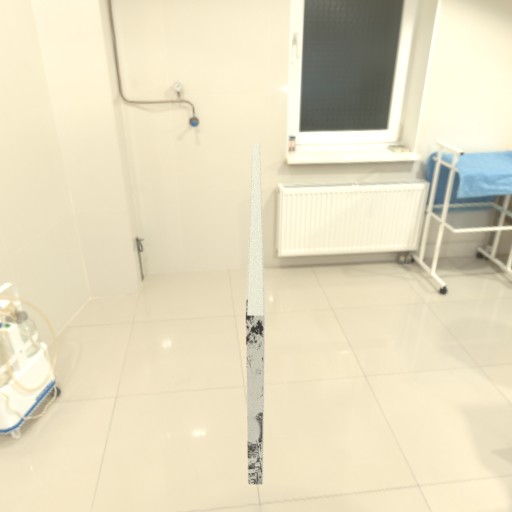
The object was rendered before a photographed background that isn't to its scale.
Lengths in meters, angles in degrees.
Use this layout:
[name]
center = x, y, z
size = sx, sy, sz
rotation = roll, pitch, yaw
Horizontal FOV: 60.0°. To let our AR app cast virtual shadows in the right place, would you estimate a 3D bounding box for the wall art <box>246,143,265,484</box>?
[wall art]
center = 0.000, 0.000, 1.669
size = 0.039, 0.507, 1.520
rotation = 0, 27, 0
